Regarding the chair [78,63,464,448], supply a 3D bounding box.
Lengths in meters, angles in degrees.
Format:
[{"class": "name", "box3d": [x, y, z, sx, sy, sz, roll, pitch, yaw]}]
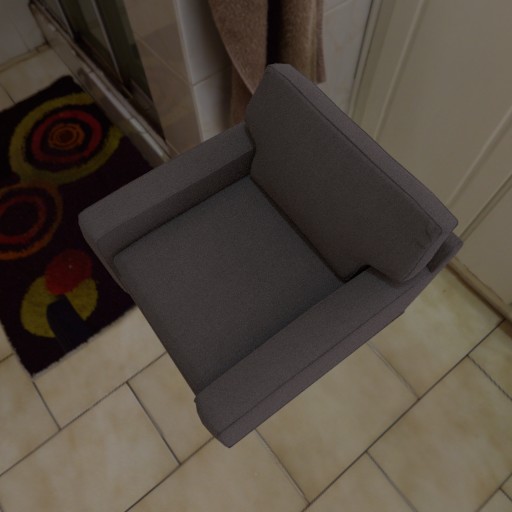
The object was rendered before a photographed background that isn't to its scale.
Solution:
[{"class": "chair", "box3d": [0.000, 0.000, 1.794, 1.043, 0.913, 0.997, -33, 68, -15]}]
